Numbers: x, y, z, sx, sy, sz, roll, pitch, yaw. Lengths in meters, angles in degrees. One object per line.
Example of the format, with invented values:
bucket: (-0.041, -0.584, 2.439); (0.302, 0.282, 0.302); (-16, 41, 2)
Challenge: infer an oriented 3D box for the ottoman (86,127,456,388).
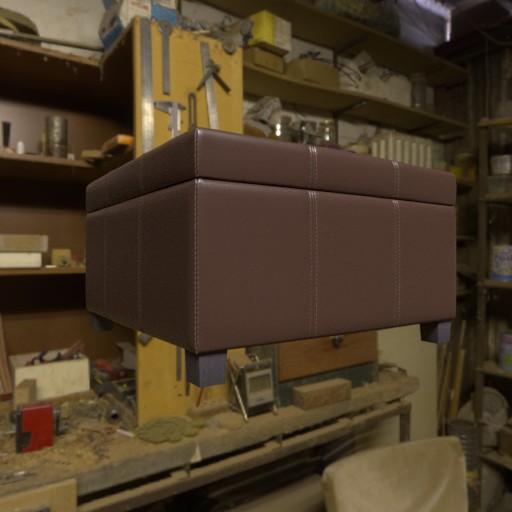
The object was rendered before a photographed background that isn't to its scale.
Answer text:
ottoman: (0.000, 0.000, 1.285); (0.787, 0.460, 0.788); (0, 0, -34)
